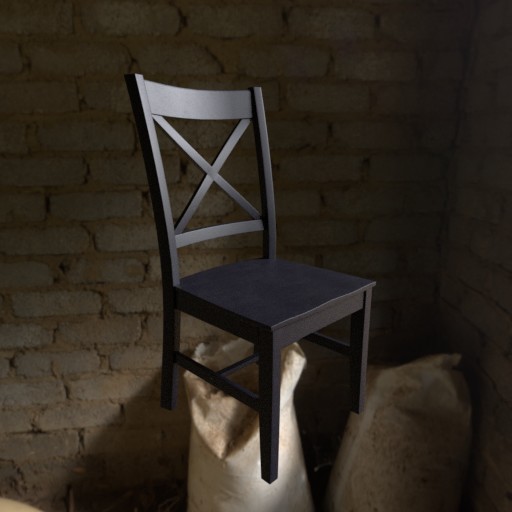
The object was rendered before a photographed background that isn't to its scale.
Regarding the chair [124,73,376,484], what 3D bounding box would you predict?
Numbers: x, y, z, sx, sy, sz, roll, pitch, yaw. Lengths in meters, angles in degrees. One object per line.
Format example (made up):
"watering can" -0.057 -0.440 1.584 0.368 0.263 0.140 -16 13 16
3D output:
"chair" 0.000 0.000 1.285 0.542 0.983 0.485 15 21 43
